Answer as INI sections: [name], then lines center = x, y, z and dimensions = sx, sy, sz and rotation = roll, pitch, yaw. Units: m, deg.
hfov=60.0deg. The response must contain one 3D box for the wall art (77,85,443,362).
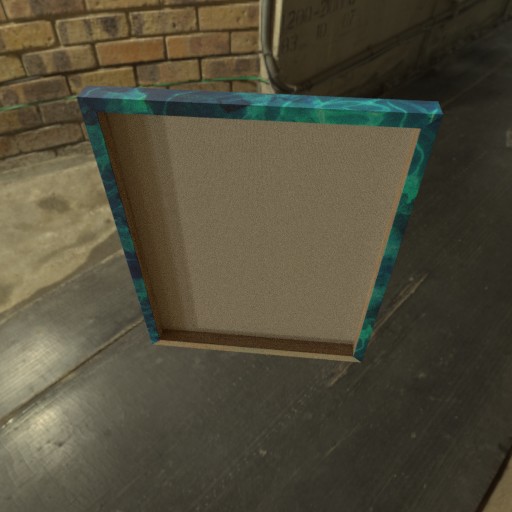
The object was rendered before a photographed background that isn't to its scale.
[wall art]
center = 0.000, 0.000, 0.852
dimensions = 0.508, 0.635, 0.038
rotation = 4, 46, 4
